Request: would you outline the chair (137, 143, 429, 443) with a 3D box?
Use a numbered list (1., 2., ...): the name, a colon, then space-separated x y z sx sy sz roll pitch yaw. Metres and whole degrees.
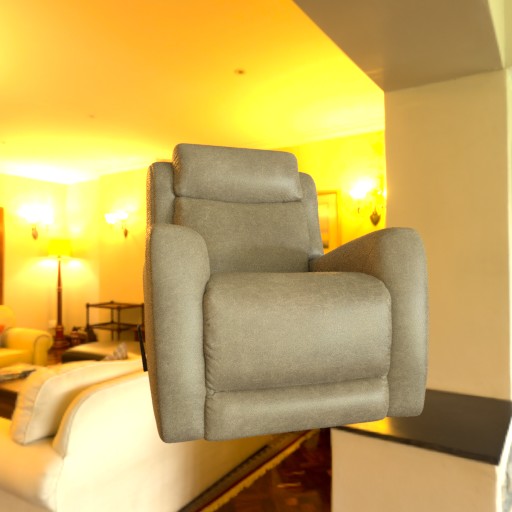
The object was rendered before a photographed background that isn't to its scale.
1. chair: 0.000 0.000 1.858 0.967 1.116 1.068 0 -1 -16
